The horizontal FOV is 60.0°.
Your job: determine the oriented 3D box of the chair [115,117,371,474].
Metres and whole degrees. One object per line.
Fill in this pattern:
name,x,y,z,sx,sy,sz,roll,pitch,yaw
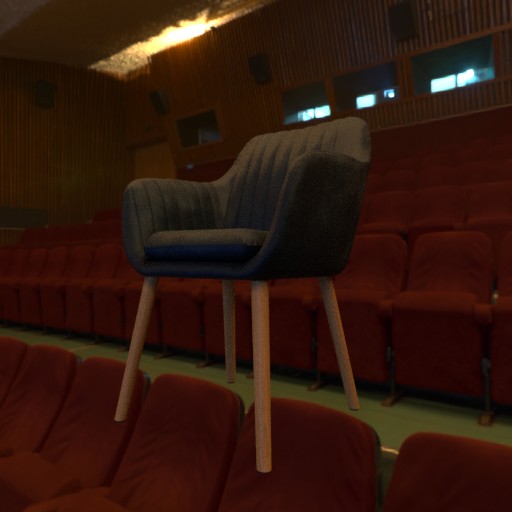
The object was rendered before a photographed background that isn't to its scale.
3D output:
chair,0.000,0.000,1.199,0.578,0.826,0.573,0,0,36
